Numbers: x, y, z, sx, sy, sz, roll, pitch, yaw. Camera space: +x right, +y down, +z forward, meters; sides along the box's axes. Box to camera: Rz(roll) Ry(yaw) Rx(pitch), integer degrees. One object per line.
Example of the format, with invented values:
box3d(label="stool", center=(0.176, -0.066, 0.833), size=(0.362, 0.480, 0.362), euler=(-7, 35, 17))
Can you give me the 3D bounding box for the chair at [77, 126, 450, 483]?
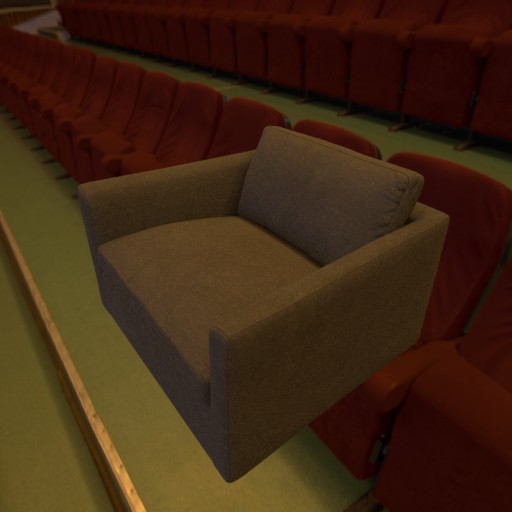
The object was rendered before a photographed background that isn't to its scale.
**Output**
box3d(label="chair", center=(0.000, 0.000, 1.867), size=(1.091, 0.845, 1.190), euler=(-21, 37, -30))
